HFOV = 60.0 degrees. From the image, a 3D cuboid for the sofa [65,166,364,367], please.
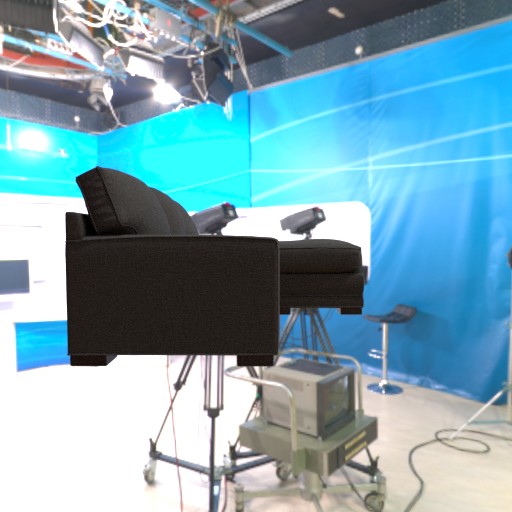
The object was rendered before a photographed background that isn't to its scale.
[{"bbox_3d":[0.000,0.000,3.229,1.790,0.973,2.370,0,2,0],"label":"sofa"}]
